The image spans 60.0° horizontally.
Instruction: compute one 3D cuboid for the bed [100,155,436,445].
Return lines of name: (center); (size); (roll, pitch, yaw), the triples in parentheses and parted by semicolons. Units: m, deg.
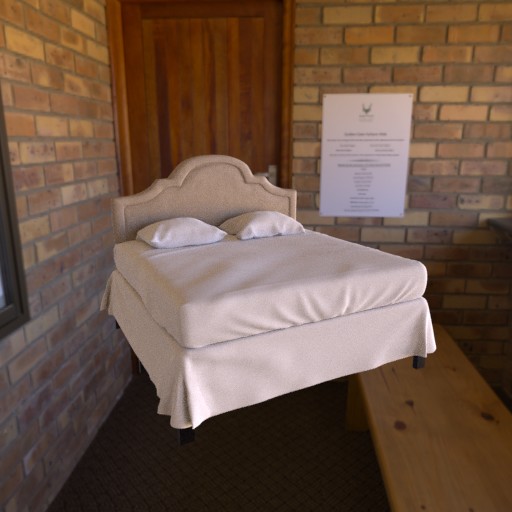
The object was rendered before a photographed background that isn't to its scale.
bed: (0.000, 0.000, 3.750); (2.303, 1.631, 2.222); (-7, 16, -27)
